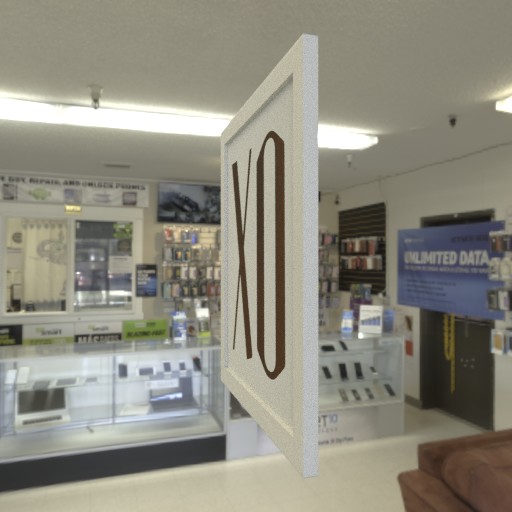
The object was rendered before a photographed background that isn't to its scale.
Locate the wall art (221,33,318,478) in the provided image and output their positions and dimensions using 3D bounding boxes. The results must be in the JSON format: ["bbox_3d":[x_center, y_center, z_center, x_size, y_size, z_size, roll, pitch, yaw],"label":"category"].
[{"bbox_3d":[0.000,0.000,0.748,0.020,0.536,0.444,0,0,-17],"label":"wall art"}]
